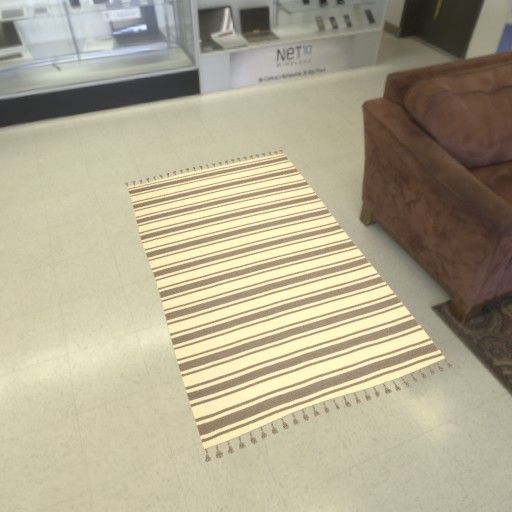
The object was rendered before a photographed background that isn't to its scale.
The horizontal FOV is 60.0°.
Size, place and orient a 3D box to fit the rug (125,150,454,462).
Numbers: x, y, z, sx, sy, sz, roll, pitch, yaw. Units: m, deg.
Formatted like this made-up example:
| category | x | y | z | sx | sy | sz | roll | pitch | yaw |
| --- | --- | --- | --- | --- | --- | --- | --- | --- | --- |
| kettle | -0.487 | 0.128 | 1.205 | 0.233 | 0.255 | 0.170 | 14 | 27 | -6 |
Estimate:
| category | x | y | z | sx | sy | sz | roll | pitch | yaw |
| --- | --- | --- | --- | --- | --- | --- | --- | --- | --- |
| rug | 0.000 | 0.000 | 2.640 | 1.229 | 0.011 | 2.096 | -15 | 47 | -15 |
